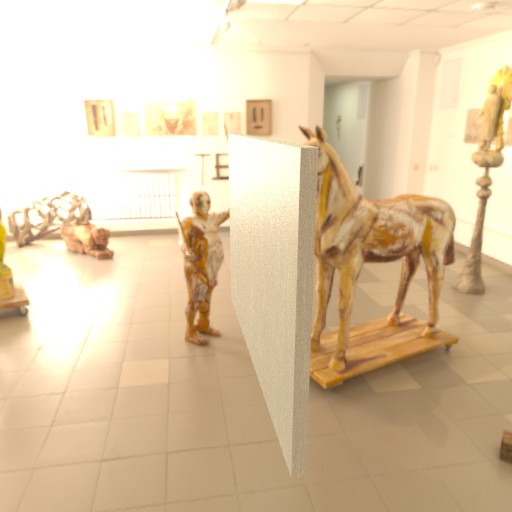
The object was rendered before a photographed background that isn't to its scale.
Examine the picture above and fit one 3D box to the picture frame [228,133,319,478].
[{"bbox_3d":[0.000,0.000,1.238,0.029,0.640,0.950,-3,17,-10],"label":"picture frame"}]
